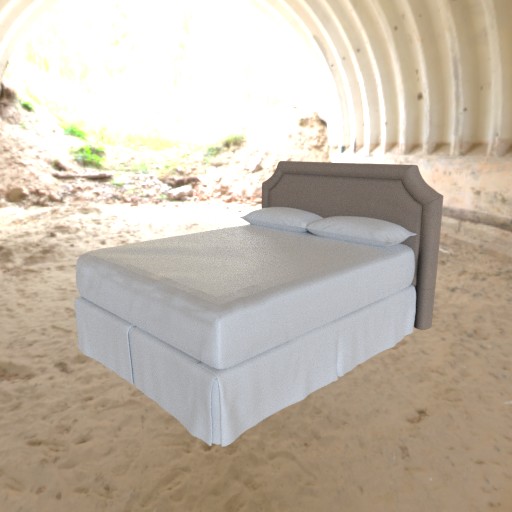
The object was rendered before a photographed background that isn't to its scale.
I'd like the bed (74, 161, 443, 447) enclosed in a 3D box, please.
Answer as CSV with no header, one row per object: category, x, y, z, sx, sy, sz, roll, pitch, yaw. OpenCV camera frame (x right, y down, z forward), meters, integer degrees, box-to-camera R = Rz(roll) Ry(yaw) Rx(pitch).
bed,0.000,0.000,3.277,2.164,1.303,1.828,-13,19,-43
